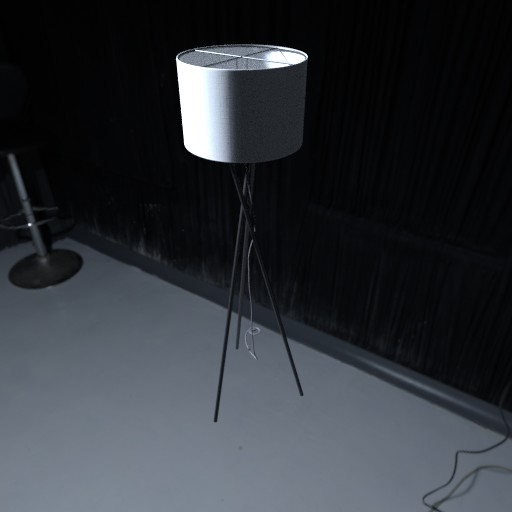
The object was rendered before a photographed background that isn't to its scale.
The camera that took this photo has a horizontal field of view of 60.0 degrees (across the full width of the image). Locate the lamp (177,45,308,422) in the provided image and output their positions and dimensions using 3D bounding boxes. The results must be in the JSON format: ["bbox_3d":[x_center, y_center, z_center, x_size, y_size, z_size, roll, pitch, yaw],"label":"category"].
[{"bbox_3d":[0.000,0.000,1.935,0.522,1.624,0.667,22,40,29],"label":"lamp"}]
